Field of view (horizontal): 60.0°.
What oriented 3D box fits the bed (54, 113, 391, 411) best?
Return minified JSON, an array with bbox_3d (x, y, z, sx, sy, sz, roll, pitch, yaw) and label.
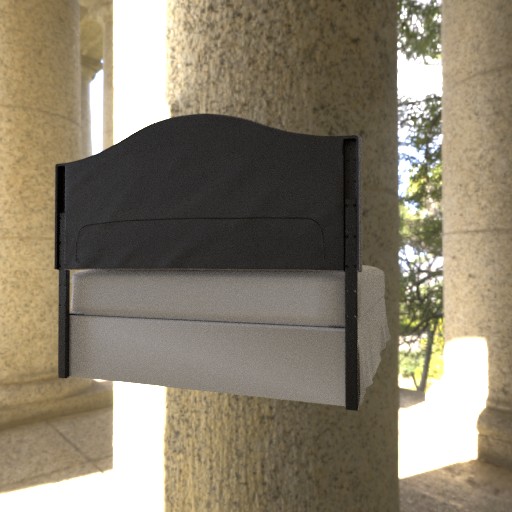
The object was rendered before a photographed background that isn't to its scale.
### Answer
[{"bbox_3d":[0.000,0.000,2.928,1.610,1.295,1.870,0,-1,20],"label":"bed"}]
